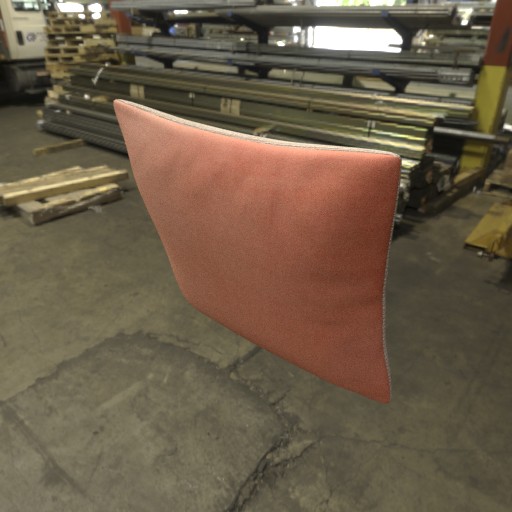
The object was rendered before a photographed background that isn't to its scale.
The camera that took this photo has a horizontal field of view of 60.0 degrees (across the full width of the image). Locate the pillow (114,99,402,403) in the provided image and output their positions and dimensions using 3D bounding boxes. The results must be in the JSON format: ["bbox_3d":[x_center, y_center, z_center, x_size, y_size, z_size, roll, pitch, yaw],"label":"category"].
[{"bbox_3d":[0.000,0.000,0.639,0.424,0.401,0.177,22,36,34],"label":"pillow"}]
